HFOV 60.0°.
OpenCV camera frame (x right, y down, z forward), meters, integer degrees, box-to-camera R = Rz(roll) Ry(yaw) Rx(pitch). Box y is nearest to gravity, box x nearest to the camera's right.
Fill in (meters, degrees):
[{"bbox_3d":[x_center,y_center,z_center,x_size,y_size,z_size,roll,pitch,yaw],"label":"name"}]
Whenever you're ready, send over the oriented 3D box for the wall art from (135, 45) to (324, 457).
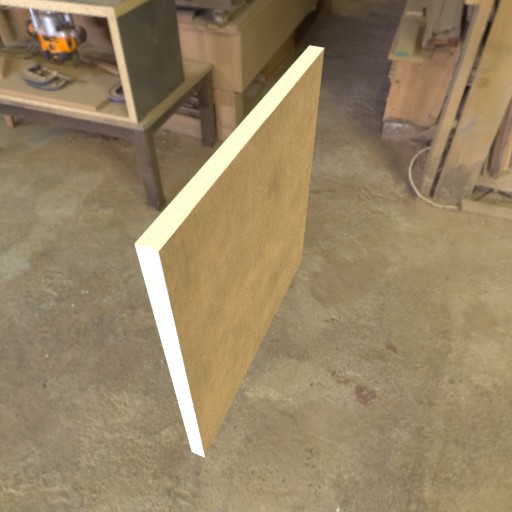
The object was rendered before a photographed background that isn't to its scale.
[{"bbox_3d":[0.000,0.000,0.669,0.023,0.453,0.455,17,48,16],"label":"wall art"}]
